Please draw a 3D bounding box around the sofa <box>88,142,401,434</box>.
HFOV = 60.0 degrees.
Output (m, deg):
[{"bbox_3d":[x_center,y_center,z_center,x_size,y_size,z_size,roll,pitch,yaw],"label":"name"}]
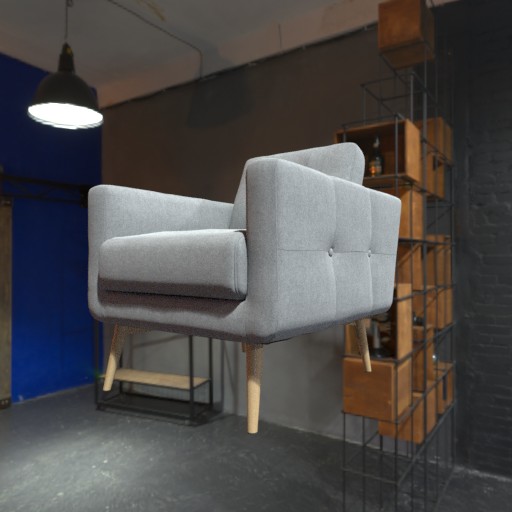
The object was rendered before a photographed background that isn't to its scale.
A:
[{"bbox_3d":[0.000,0.000,1.573,0.770,0.860,0.920,0,0,36],"label":"sofa"}]
